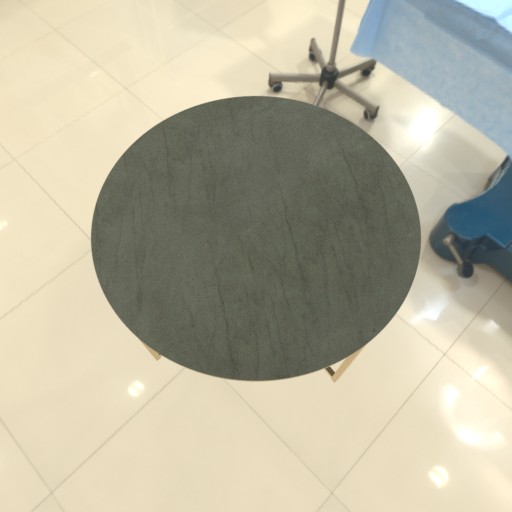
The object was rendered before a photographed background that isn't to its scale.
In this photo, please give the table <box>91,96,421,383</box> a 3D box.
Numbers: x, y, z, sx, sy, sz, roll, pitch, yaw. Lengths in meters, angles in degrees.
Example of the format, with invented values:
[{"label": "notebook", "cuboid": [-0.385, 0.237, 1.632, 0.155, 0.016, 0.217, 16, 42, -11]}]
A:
[{"label": "table", "cuboid": [0.000, 0.000, 1.290, 0.800, 0.450, 0.800, 0, 63, 0]}]
